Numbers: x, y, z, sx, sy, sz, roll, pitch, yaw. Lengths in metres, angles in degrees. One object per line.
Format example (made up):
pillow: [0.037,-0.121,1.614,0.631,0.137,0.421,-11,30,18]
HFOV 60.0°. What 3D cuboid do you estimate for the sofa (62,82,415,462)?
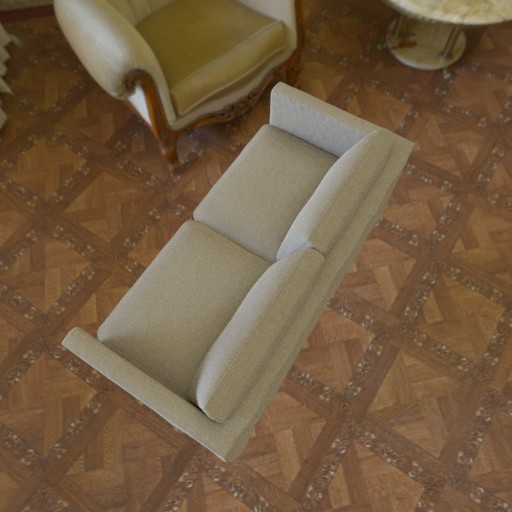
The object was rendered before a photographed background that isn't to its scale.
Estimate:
sofa: [0.000,0.000,2.540,0.956,0.847,1.987,30,68,13]
